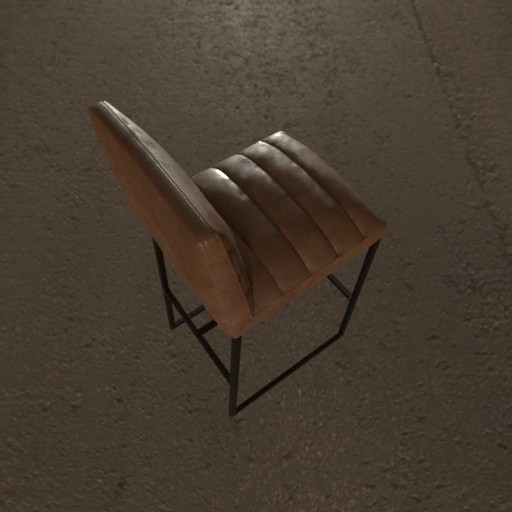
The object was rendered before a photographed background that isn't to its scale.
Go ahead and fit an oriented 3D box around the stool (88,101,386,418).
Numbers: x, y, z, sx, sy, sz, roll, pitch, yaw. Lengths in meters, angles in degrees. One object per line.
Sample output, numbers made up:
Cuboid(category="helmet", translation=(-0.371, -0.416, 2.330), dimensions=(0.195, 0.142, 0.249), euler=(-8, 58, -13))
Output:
Cuboid(category="stool", translation=(0.000, 0.000, 1.325), dimensions=(0.562, 1.065, 0.463), euler=(-31, 61, -19))
